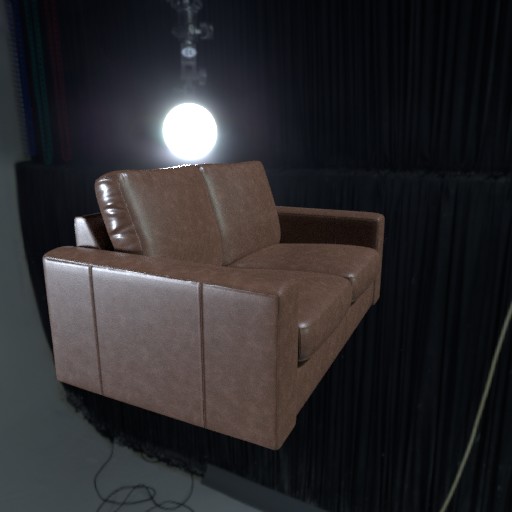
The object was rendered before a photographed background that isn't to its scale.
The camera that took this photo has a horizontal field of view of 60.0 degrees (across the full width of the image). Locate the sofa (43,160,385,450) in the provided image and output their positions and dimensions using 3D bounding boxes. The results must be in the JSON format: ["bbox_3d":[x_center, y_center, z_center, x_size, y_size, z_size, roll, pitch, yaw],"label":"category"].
[{"bbox_3d":[0.000,0.000,2.180,1.016,0.873,1.616,7,16,25],"label":"sofa"}]
